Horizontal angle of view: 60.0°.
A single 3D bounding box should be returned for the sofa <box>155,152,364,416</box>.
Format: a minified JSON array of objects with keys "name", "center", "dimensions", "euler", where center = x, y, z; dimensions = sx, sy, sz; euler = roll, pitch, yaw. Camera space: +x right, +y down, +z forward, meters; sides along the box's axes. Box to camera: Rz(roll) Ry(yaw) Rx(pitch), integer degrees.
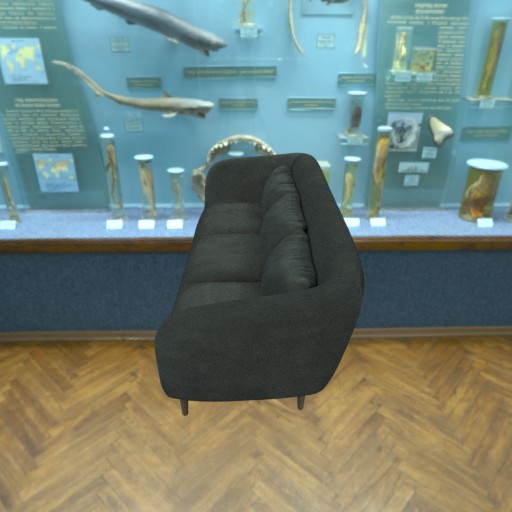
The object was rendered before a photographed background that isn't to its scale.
[{"name":"sofa","center":[0.000,0.000,2.884],"dimensions":[0.956,0.875,2.296],"euler":[0,28,0]}]
